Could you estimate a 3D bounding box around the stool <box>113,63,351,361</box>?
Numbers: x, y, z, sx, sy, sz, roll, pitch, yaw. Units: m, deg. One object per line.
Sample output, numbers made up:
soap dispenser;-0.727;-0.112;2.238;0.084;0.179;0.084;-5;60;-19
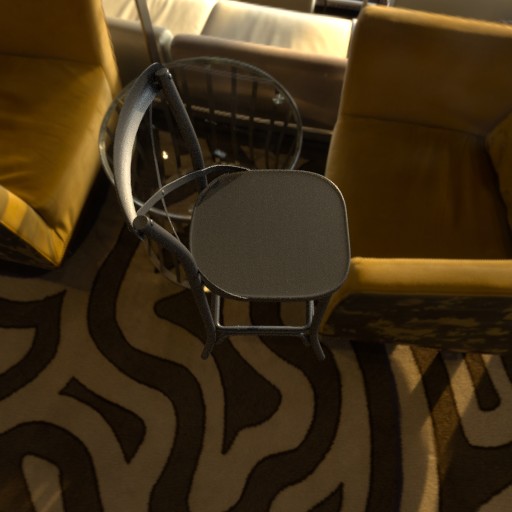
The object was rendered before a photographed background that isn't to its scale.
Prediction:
stool;0.000;0.000;1.425;0.584;1.168;0.457;0;64;0
